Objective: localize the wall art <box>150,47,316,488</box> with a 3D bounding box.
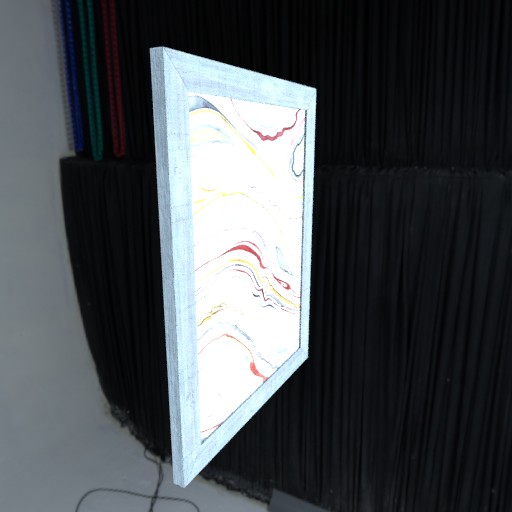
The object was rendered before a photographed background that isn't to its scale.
[{"bbox_3d":[0.000,0.000,0.800,0.020,0.613,0.481,8,16,28],"label":"wall art"}]
